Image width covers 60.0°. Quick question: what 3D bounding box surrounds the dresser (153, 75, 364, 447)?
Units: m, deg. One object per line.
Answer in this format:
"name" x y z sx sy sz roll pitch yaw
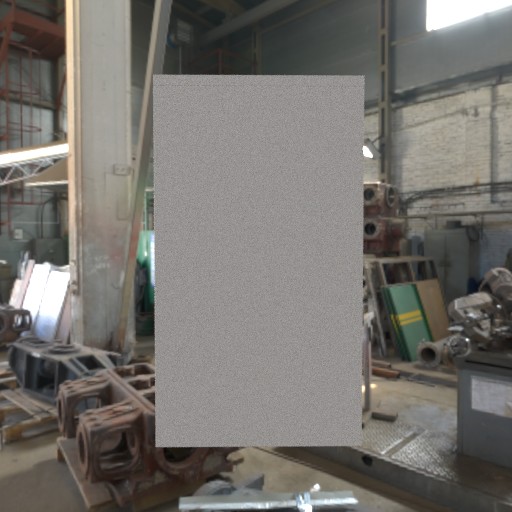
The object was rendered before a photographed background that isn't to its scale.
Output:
"dresser" 0.000 0.000 1.527 0.460 0.820 1.100 0 2 -1
